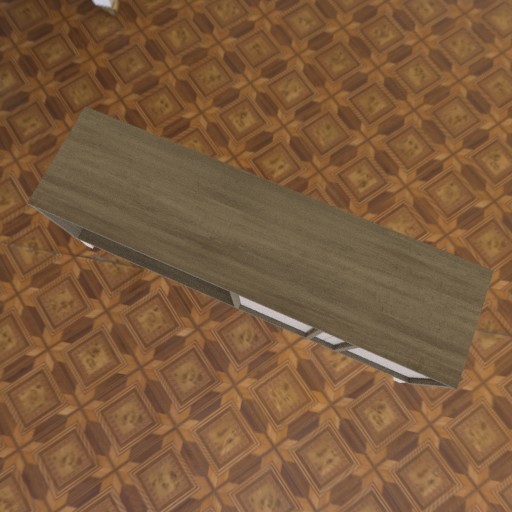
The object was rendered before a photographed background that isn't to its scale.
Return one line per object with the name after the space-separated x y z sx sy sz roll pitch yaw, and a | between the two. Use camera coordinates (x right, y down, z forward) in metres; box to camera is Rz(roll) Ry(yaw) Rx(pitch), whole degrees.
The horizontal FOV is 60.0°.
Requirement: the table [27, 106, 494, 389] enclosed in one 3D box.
0.000 0.000 1.714 1.500 0.530 0.400 23 77 6 | table
